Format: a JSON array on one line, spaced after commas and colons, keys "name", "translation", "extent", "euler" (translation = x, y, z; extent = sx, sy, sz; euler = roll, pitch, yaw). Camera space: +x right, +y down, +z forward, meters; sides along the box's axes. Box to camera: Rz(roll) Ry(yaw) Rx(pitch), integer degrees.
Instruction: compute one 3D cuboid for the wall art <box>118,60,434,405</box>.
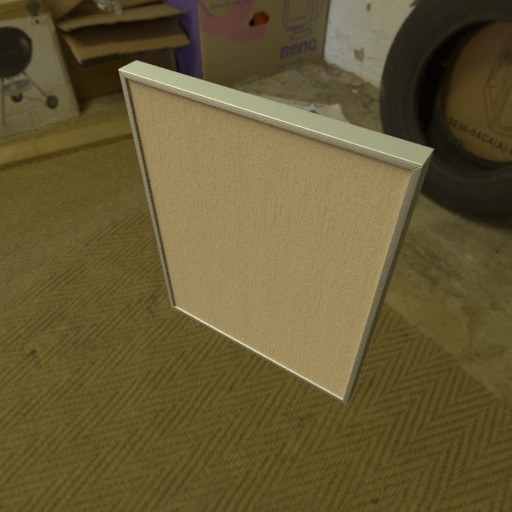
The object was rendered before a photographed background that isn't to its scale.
[{"name": "wall art", "translation": [0.000, 0.000, 0.761], "extent": [0.445, 0.553, 0.039], "euler": [25, 51, 22]}]
